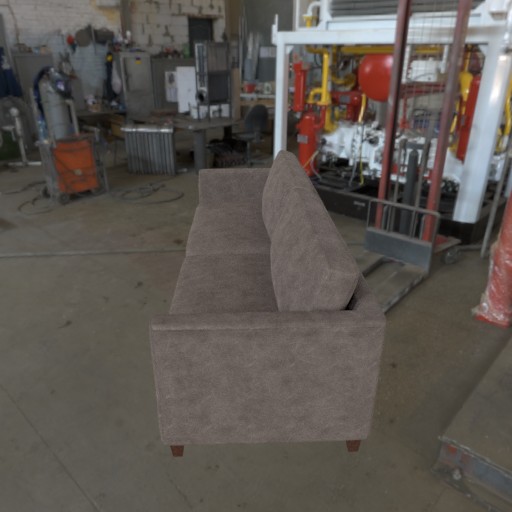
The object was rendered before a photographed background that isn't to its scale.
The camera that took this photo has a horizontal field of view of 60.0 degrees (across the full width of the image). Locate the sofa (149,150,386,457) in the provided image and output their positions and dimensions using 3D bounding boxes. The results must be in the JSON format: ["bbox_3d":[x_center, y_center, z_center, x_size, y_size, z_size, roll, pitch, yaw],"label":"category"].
[{"bbox_3d":[0.000,0.000,2.884,0.951,0.965,2.434,-1,25,-2],"label":"sofa"}]
